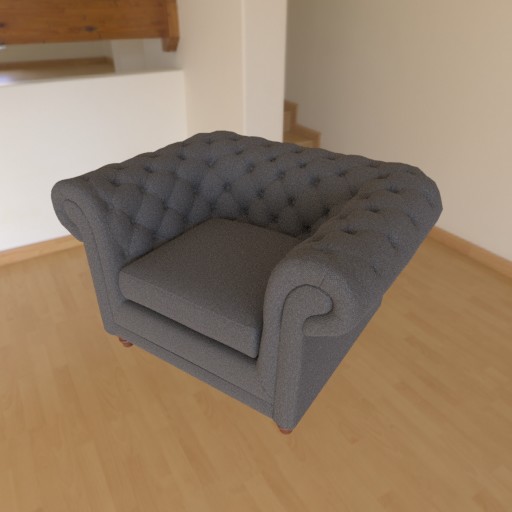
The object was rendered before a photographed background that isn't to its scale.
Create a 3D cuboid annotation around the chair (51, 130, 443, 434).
[{"bbox_3d":[0.000,0.000,1.874,1.270,0.770,0.976,19,35,29],"label":"chair"}]
